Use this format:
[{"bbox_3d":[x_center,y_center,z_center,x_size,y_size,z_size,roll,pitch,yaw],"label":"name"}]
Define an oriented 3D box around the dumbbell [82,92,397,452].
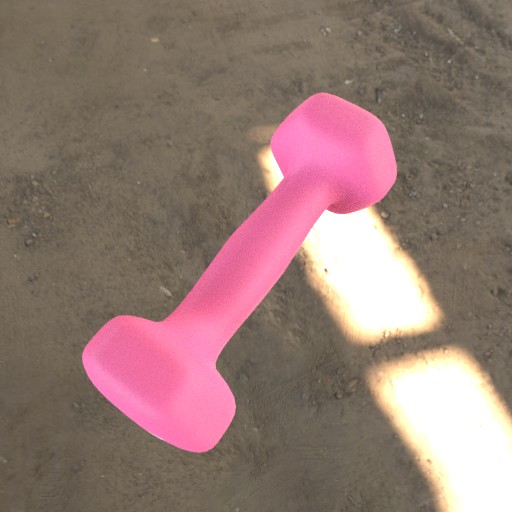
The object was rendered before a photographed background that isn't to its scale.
[{"bbox_3d":[0.000,0.000,0.174,0.058,0.053,0.146,33,68,15],"label":"dumbbell"}]
